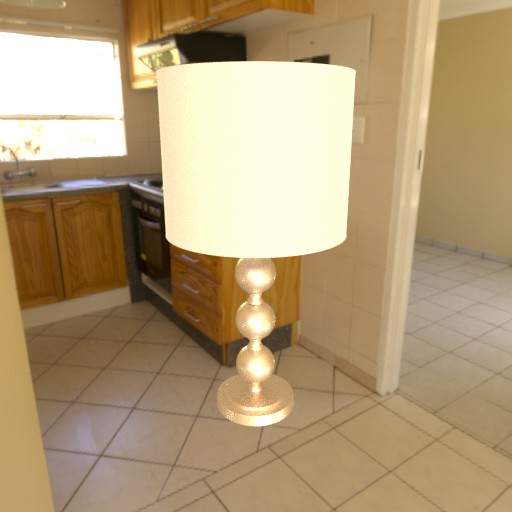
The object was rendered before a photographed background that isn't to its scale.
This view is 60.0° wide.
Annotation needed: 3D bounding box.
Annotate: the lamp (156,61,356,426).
[{"bbox_3d":[0.000,0.000,0.703,0.277,0.538,0.277,16,24,42],"label":"lamp"}]
